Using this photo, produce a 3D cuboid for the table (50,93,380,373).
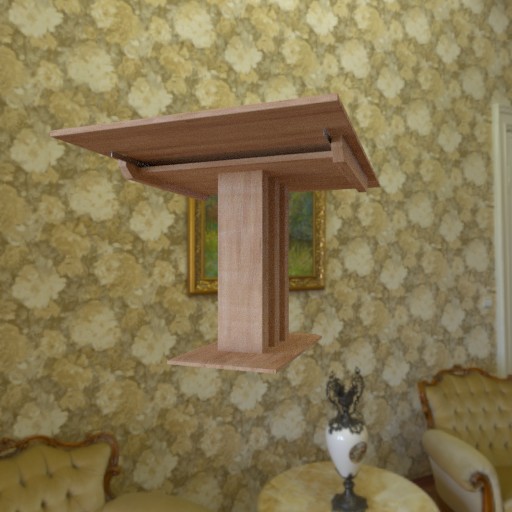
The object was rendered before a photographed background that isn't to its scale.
[{"bbox_3d":[0.000,0.000,1.838,0.900,0.770,1.300,0,-1,20],"label":"table"}]
